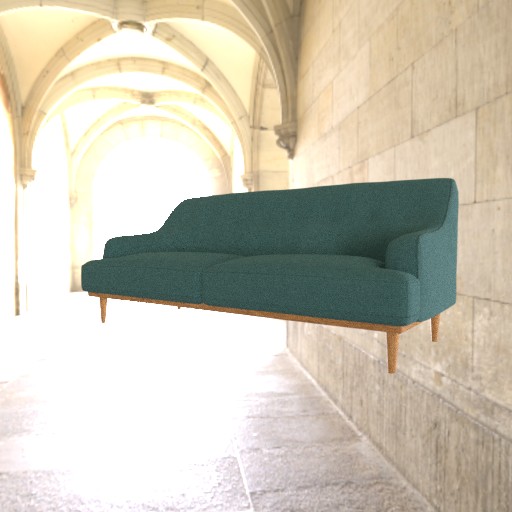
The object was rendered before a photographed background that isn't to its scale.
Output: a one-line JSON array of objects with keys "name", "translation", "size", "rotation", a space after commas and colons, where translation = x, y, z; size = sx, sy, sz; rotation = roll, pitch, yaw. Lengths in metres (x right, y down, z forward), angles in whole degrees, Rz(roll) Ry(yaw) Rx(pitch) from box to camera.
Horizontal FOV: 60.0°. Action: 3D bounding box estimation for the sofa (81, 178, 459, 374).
[{"name": "sofa", "translation": [0.000, 0.000, 2.583], "size": [2.057, 0.871, 0.978], "rotation": [1, 2, 35]}]
